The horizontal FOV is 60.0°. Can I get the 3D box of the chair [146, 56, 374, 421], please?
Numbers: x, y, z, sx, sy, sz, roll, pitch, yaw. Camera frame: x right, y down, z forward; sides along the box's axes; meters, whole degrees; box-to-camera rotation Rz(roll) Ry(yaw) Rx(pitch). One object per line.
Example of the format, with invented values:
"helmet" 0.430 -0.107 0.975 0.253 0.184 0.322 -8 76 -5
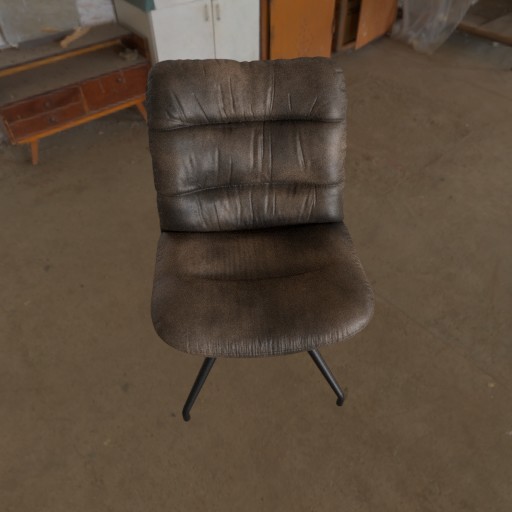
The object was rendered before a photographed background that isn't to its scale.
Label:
"chair" 0.000 0.000 1.234 0.549 0.870 0.622 -4 47 -4
